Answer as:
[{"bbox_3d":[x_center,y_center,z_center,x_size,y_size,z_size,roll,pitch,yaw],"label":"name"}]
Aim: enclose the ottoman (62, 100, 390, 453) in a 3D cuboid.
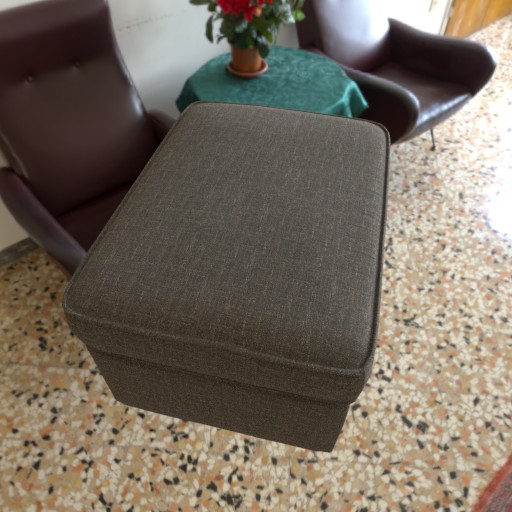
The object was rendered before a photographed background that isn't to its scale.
[{"bbox_3d":[0.000,0.000,1.075,0.549,0.450,0.749,10,49,9],"label":"ottoman"}]
